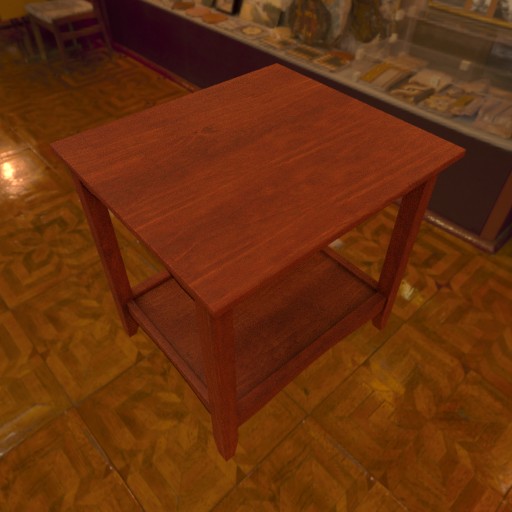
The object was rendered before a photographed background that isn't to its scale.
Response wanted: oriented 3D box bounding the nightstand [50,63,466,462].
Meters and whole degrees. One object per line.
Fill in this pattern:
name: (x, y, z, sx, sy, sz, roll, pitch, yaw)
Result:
nightstand: (0.000, 0.000, 0.992, 0.558, 0.558, 0.501, -31, 53, -27)
